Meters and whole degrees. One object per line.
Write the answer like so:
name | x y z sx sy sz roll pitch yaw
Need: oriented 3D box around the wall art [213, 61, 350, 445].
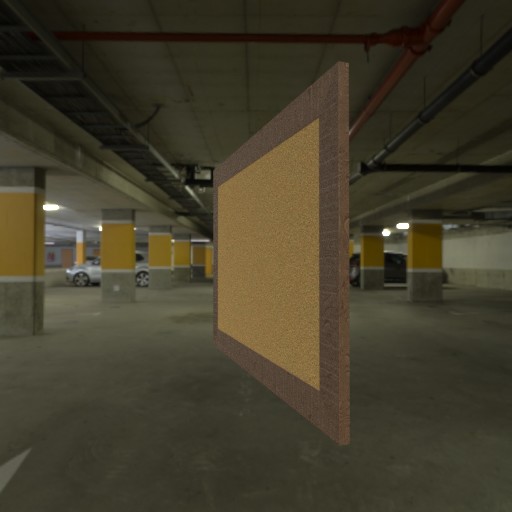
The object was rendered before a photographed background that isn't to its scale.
wall art | 0.000 0.000 1.161 0.019 0.626 0.917 0 -1 -18
